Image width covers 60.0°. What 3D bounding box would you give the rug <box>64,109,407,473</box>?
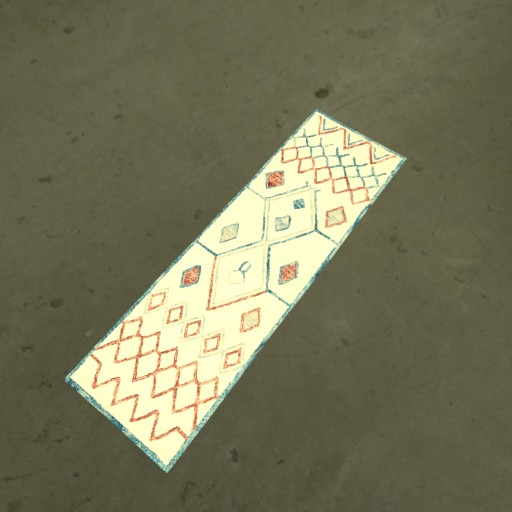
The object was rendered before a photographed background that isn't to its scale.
[{"bbox_3d":[0.000,0.000,2.713,0.750,0.011,2.435,34,69,15],"label":"rug"}]
